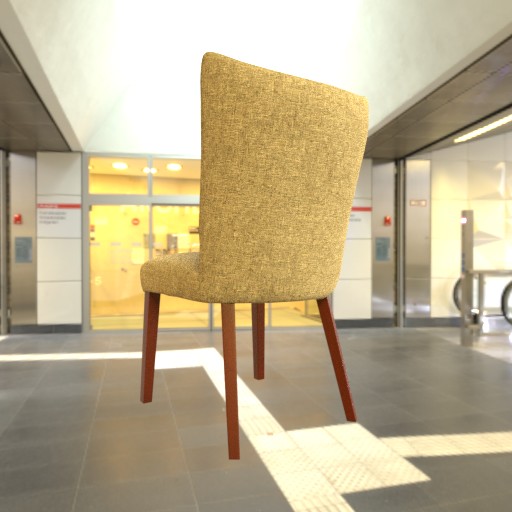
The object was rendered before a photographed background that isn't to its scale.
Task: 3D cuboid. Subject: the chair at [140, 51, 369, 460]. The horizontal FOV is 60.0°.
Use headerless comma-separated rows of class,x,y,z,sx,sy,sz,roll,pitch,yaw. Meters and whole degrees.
chair,0.000,0.000,1.288,0.535,0.924,0.623,0,1,-35
